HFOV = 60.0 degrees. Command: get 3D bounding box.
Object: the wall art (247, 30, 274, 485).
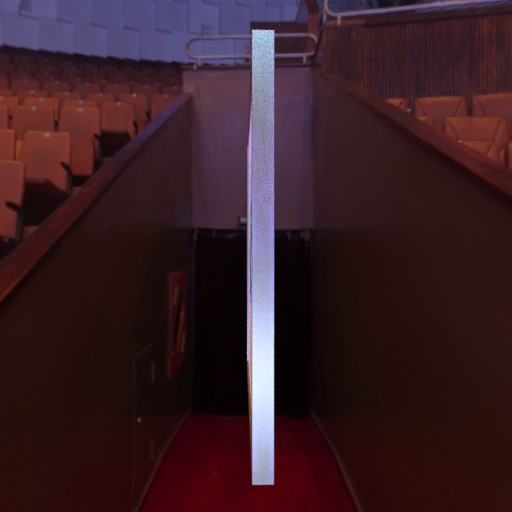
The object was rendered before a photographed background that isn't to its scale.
[{"bbox_3d":[0.000,0.000,1.121,0.037,0.760,0.762,0,1,-2],"label":"wall art"}]
